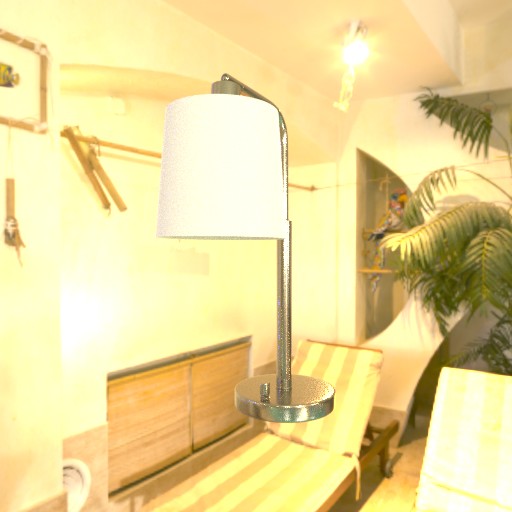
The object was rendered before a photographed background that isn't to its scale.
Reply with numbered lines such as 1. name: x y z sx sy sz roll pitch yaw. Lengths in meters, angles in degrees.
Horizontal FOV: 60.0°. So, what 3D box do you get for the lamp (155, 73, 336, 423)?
1. lamp: 0.000 0.000 0.654 0.171 0.489 0.333 1 1 34
